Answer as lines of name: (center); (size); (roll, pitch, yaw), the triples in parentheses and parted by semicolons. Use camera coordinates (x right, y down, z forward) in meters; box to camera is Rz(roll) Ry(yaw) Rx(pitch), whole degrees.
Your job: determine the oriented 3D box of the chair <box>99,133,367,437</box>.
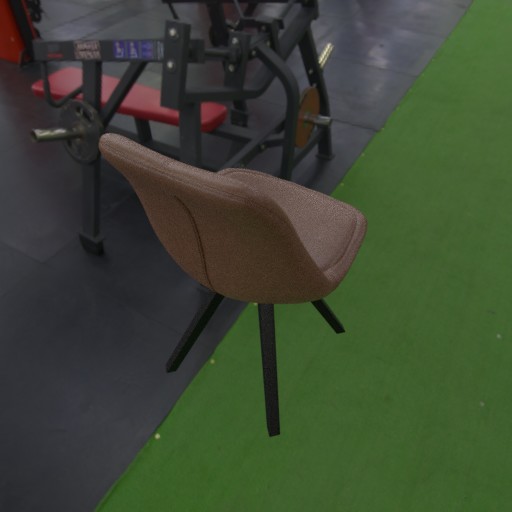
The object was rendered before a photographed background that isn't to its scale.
chair: (0.000, 0.000, 1.123); (0.475, 0.850, 0.550); (24, 50, 22)
